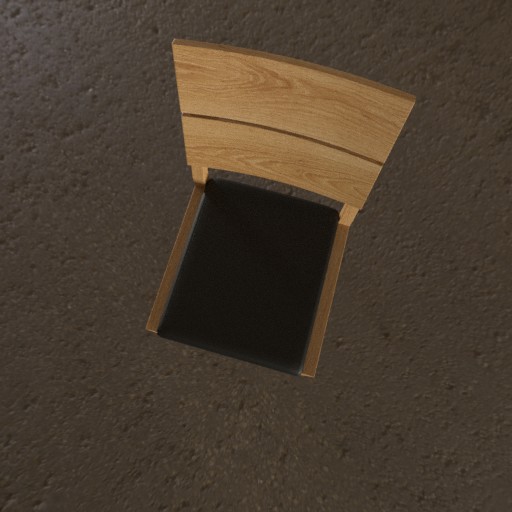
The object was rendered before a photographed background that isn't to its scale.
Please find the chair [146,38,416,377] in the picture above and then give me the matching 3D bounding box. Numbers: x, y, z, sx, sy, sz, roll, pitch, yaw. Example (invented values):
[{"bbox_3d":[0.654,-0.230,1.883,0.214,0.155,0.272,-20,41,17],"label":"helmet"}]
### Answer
[{"bbox_3d":[0.000,0.000,1.240,0.475,0.950,0.569,15,76,4],"label":"chair"}]
